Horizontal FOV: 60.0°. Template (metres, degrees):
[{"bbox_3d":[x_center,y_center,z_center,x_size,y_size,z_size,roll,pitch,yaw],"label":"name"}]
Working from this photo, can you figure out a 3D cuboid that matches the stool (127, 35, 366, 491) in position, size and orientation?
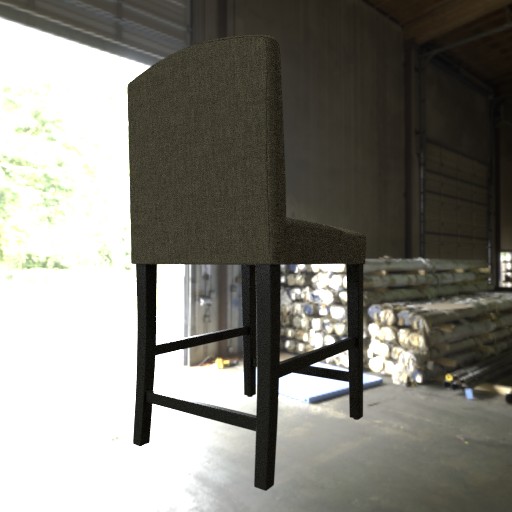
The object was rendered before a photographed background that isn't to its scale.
[{"bbox_3d":[0.000,0.000,1.237,0.451,0.966,0.552,-1,-1,35],"label":"stool"}]
